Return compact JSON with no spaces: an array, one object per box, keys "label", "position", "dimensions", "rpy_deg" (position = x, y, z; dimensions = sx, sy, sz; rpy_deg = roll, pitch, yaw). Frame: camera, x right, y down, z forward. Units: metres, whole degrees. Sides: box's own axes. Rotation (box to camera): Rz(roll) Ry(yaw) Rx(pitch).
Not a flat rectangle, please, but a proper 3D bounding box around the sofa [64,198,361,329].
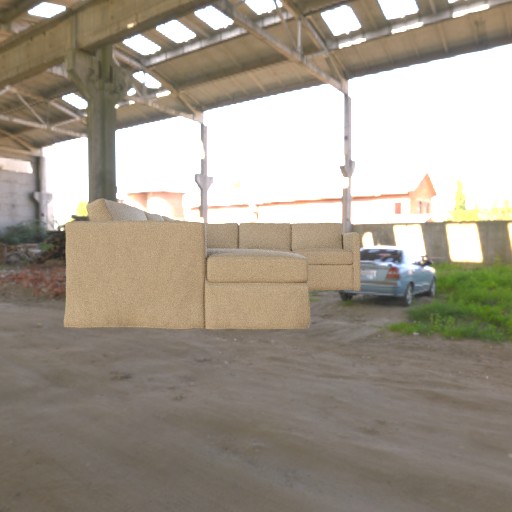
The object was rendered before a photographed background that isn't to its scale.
[{"label":"sofa","position":[0.000,0.000,4.604],"dimensions":[2.476,0.878,3.528],"rpy_deg":[0,1,2]}]
